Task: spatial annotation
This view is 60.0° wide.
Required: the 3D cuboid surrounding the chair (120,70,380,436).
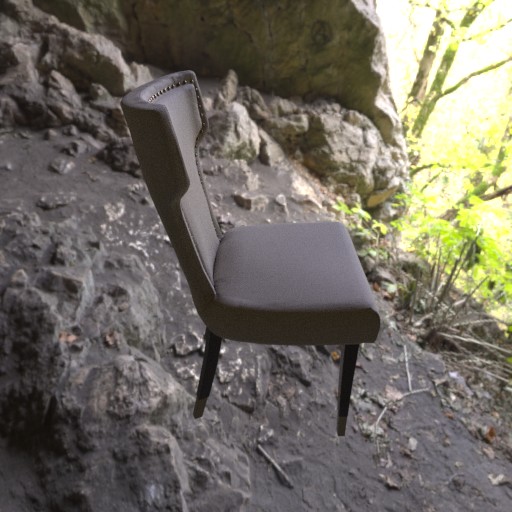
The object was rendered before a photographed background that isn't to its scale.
[{"bbox_3d":[0.000,0.000,1.303,0.630,0.955,0.526,0,31,0],"label":"chair"}]
